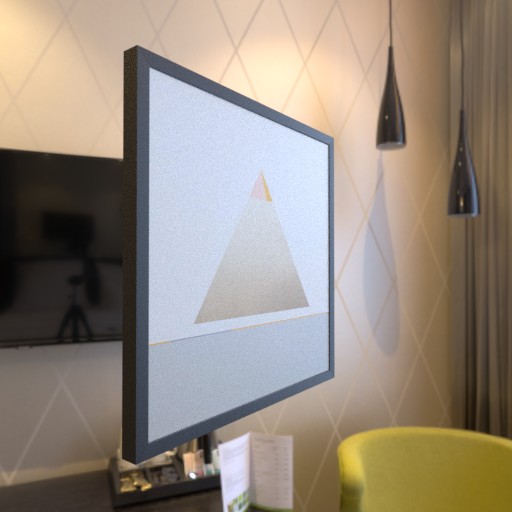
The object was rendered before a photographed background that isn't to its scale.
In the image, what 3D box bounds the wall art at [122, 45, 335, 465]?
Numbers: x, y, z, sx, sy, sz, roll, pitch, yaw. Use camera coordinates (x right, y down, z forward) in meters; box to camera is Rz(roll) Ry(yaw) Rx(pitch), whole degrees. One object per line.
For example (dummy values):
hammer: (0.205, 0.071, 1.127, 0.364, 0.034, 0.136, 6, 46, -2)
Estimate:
wall art: (0.000, 0.000, 1.125, 0.042, 0.766, 0.769, -1, -1, 37)
